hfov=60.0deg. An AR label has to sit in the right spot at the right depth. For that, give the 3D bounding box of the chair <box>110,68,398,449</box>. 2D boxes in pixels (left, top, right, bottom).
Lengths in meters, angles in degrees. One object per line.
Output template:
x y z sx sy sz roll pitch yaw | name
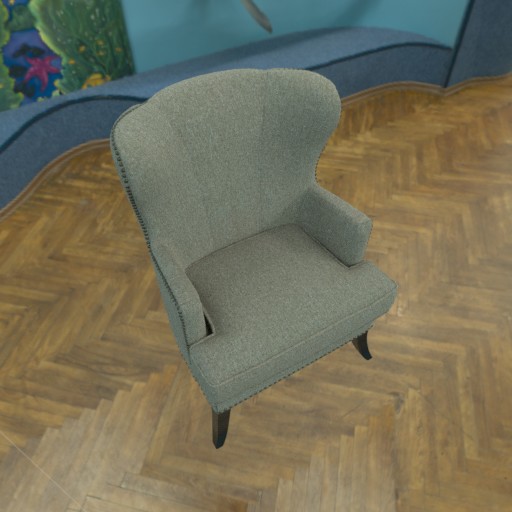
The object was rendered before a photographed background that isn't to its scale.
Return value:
0.000 0.000 1.606 0.759 1.060 0.758 -23 51 -20 | chair
